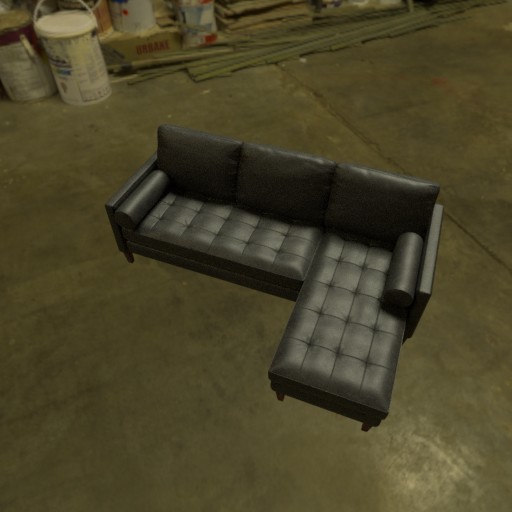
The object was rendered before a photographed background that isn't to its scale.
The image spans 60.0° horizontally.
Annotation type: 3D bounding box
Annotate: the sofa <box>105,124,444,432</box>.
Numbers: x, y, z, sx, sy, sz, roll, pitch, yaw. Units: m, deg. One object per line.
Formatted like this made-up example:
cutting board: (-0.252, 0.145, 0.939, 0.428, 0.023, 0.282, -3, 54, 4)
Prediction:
sofa: (0.000, 0.000, 2.915, 2.178, 0.876, 1.497, 16, 49, 14)
